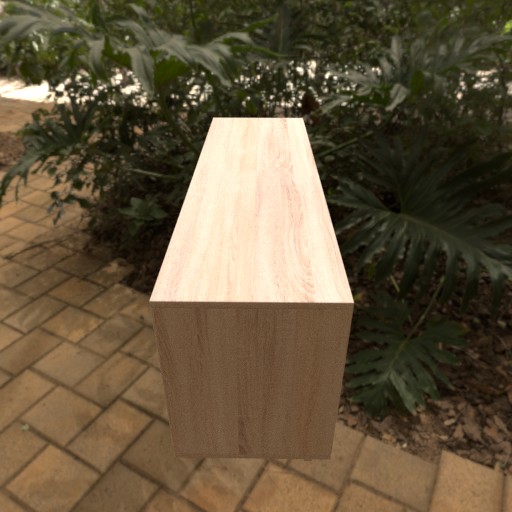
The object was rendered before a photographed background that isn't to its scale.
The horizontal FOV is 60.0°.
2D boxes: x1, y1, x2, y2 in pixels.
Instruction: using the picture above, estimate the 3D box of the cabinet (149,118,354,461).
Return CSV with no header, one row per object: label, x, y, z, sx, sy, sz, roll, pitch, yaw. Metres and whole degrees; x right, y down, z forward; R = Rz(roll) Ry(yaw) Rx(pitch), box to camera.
cabinet,0.000,0.000,1.986,0.500,0.780,1.650,0,32,1
